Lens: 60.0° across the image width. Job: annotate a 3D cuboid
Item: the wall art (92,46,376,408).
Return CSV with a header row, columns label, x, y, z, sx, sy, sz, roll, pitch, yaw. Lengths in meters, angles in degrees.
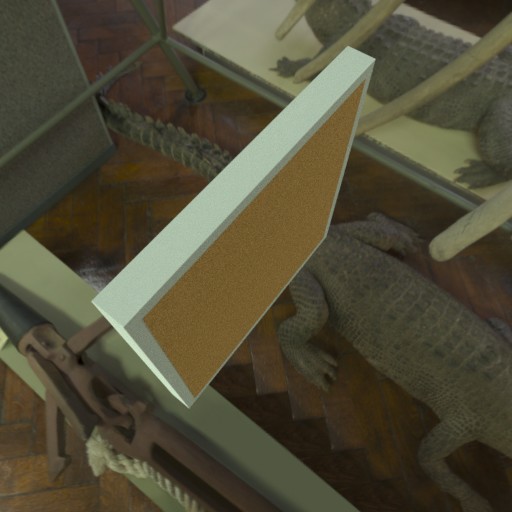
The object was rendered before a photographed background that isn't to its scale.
label,x,y,z,sx,sy,sz,roll,pitch,yaw
wall art,0.000,0.000,0.621,0.038,0.406,0.406,34,67,16
